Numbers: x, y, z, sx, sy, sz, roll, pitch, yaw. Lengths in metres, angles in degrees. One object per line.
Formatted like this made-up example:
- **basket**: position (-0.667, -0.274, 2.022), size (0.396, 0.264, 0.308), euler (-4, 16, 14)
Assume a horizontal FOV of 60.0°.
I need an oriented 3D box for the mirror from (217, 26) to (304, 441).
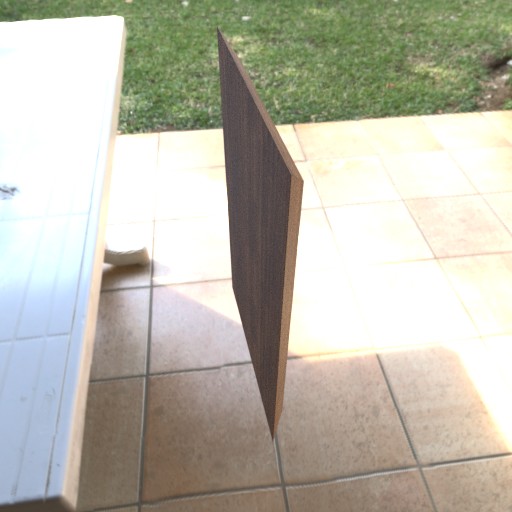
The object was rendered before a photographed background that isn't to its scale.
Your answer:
- **mirror**: position (0.000, 0.000, 1.252), size (0.047, 1.010, 0.651), euler (-10, 47, -9)
